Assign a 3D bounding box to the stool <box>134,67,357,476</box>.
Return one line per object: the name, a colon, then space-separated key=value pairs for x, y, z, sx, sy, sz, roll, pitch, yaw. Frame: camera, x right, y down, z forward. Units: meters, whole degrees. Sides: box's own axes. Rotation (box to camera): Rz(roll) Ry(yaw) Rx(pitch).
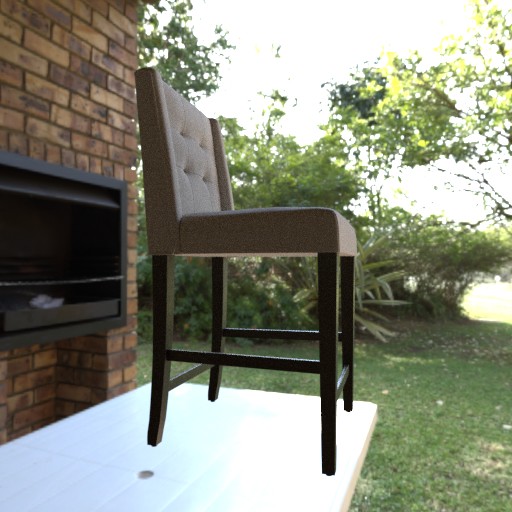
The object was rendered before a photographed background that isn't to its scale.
stool: x=0.000 y=0.000 z=1.218 sx=0.509 sy=0.939 sz=0.474 roll=0 pitch=-1 yaw=17
